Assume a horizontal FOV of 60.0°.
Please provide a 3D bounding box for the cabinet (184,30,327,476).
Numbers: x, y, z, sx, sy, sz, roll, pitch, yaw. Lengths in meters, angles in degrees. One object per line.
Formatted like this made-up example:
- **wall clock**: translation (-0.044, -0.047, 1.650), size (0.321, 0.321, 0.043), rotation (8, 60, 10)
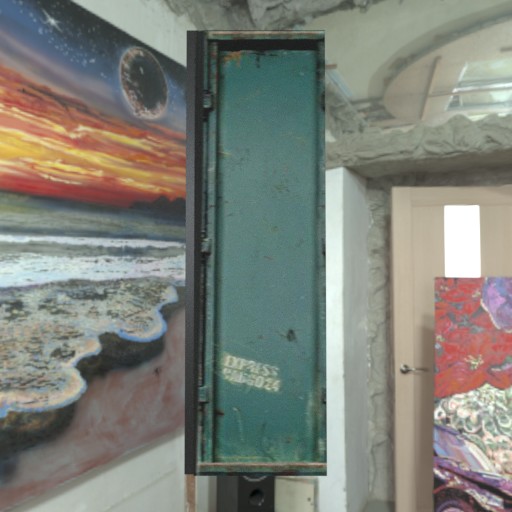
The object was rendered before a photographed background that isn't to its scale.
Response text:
- **cabinet**: translation (0.000, 0.000, 3.146), size (0.680, 2.160, 2.000), rotation (0, -2, 0)
